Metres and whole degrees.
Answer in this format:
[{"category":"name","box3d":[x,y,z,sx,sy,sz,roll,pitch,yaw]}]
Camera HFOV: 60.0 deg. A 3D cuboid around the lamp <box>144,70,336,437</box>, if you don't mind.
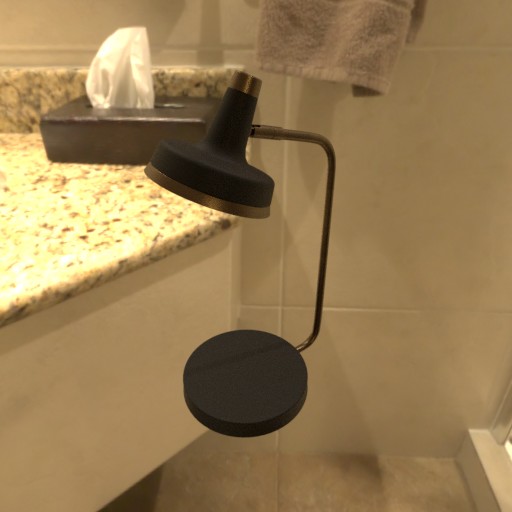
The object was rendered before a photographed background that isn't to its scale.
[{"category":"lamp","box3d":[0.000,0.000,0.486,0.218,0.385,0.162,-20,38,-29]}]
